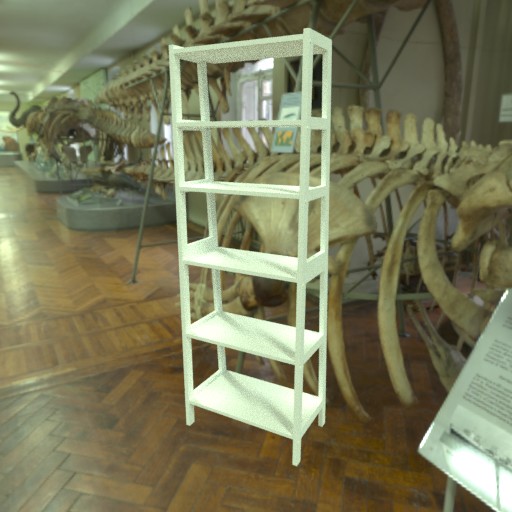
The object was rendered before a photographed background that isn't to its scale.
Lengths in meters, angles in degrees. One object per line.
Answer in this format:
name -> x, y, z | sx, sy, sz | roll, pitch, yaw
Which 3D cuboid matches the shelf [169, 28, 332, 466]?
shelf -> 0.000, 0.000, 2.170 | 0.660, 1.892, 0.381 | 8, 17, 28
